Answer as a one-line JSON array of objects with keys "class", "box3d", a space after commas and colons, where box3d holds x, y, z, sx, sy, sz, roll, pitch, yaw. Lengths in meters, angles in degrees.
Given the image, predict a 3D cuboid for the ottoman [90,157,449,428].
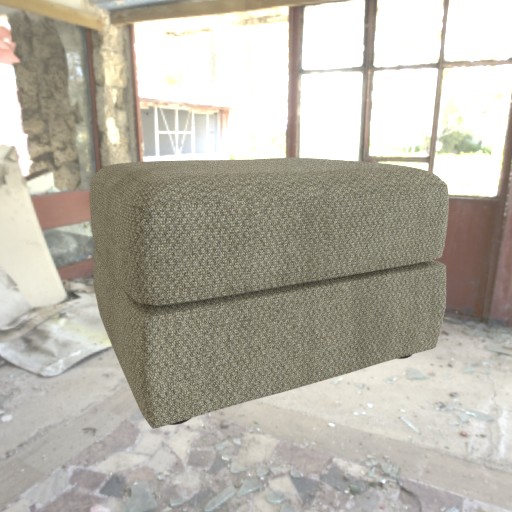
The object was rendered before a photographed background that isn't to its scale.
[{"class": "ottoman", "box3d": [0.000, 0.000, 1.132, 0.751, 0.476, 0.603, -7, 17, -26]}]
